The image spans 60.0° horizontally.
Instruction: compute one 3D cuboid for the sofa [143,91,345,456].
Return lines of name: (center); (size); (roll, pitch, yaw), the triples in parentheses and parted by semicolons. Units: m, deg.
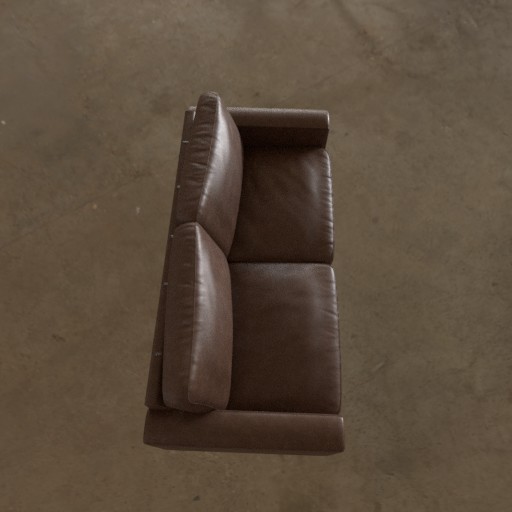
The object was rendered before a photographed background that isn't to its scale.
sofa: (0.000, 0.000, 2.709); (1.016, 0.873, 2.179); (2, 64, 1)
